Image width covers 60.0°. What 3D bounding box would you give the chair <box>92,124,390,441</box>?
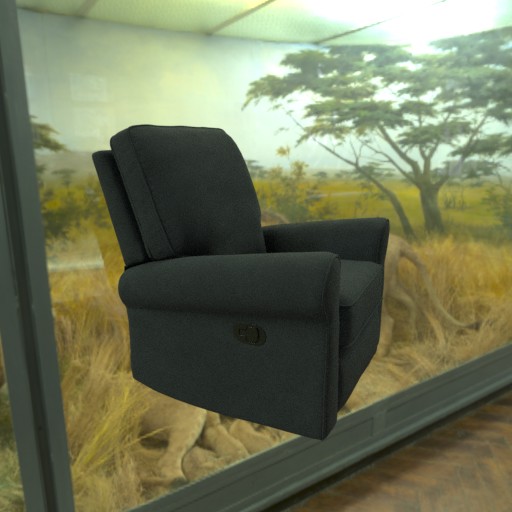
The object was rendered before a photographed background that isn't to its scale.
[{"bbox_3d":[0.000,0.000,1.681,0.878,0.961,0.890,7,15,26],"label":"chair"}]
